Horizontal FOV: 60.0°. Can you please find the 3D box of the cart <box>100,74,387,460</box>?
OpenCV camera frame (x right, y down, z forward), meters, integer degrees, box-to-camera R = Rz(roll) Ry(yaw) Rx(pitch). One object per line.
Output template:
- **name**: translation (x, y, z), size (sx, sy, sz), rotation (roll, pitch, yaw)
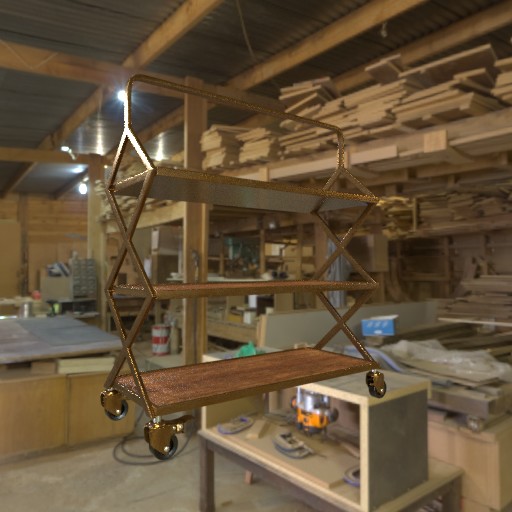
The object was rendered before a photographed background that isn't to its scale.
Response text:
- **cart**: translation (0.000, 0.000, 1.178), size (0.723, 0.805, 0.313), rotation (1, -1, -36)
